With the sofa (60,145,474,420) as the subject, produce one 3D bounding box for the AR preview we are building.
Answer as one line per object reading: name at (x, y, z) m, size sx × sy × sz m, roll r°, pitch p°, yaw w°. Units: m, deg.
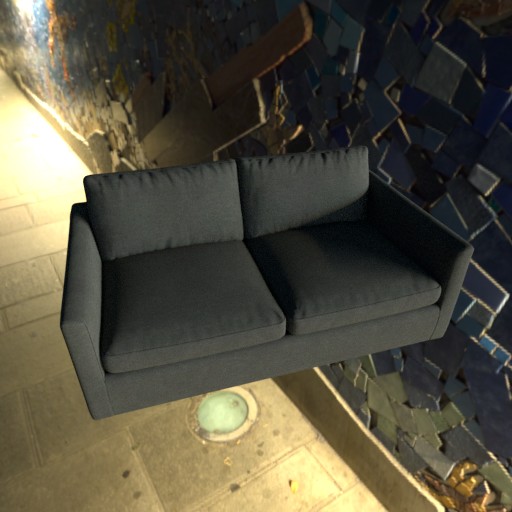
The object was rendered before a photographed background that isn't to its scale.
sofa at (0.000, 0.000, 2.462) m, size 1.909 × 0.845 × 1.091 m, roll -9°, pitch 34°, yaw -14°
